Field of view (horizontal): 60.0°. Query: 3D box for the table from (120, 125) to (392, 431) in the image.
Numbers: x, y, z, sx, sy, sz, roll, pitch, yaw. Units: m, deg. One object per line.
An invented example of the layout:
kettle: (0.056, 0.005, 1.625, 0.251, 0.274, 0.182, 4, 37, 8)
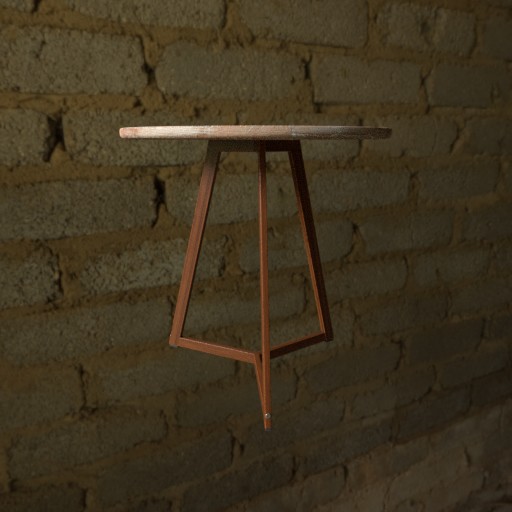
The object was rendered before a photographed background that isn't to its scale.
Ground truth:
table: (0.000, 0.000, 0.910, 0.500, 0.500, 0.500, 0, 15, 0)
